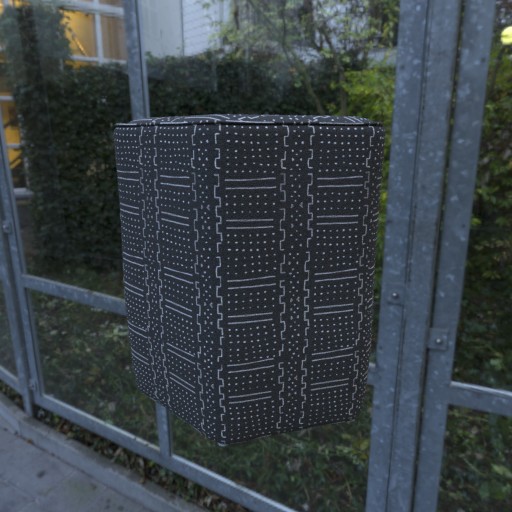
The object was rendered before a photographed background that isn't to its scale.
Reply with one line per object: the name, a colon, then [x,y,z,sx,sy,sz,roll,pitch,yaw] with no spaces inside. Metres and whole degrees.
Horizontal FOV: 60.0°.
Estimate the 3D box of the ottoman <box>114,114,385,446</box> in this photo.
ottoman: [0.000,0.000,0.851,0.494,0.502,0.443,14,20,42]
